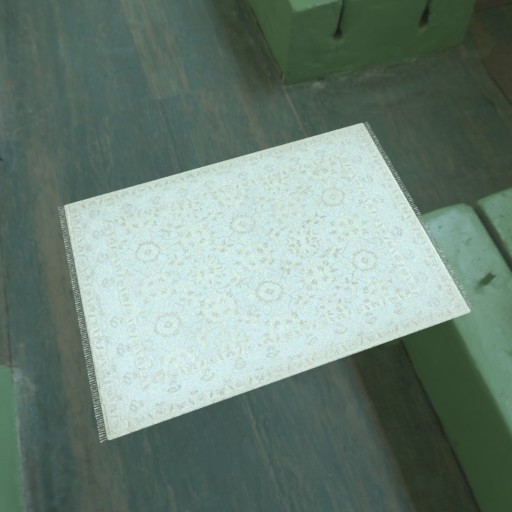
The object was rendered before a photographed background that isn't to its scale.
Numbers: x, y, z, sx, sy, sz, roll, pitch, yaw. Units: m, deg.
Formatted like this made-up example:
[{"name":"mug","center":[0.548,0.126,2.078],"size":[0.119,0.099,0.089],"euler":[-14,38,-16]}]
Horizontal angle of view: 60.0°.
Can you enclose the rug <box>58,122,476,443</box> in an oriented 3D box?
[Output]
[{"name":"rug","center":[0.000,0.000,2.766],"size":[2.233,0.011,1.514],"euler":[-17,66,-8]}]
